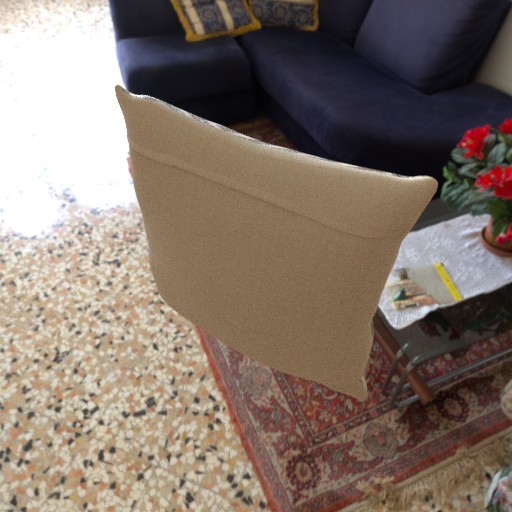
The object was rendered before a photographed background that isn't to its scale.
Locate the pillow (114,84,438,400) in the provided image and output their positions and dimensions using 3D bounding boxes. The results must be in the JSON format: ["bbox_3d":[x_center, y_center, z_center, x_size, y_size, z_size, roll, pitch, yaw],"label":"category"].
[{"bbox_3d":[0.000,0.000,0.664,0.440,0.441,0.182,24,51,21],"label":"pillow"}]
